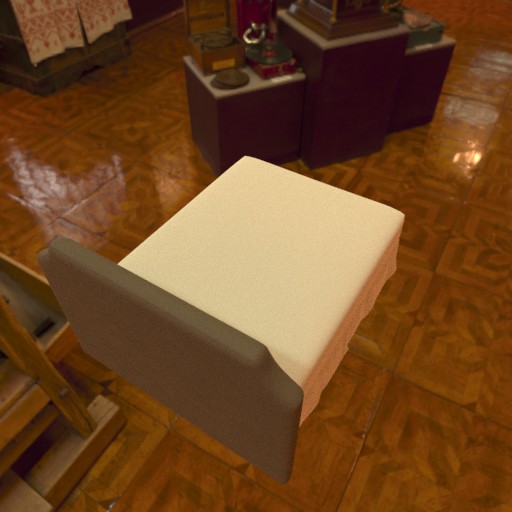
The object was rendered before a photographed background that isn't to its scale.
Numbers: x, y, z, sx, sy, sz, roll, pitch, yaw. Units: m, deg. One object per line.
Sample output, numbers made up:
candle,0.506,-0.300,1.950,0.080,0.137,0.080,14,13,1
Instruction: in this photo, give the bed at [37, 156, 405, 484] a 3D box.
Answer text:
bed,0.000,0.000,3.293,1.831,1.297,2.181,25,51,22
